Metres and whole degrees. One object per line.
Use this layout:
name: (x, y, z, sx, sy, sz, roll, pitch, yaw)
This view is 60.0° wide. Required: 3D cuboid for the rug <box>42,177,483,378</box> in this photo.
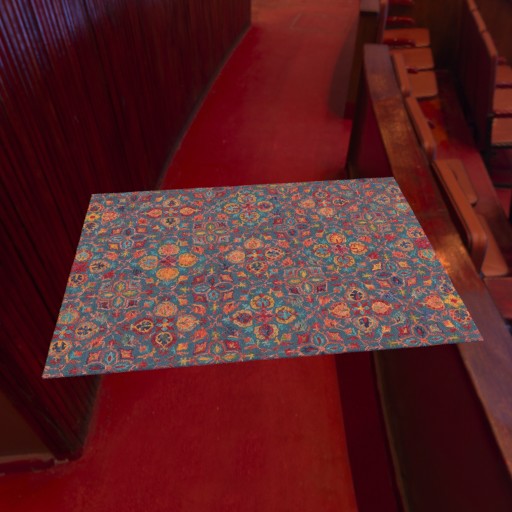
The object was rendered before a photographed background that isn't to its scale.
rug: (0.000, 0.000, 2.258, 1.836, 0.014, 1.216, -4, 45, -4)
